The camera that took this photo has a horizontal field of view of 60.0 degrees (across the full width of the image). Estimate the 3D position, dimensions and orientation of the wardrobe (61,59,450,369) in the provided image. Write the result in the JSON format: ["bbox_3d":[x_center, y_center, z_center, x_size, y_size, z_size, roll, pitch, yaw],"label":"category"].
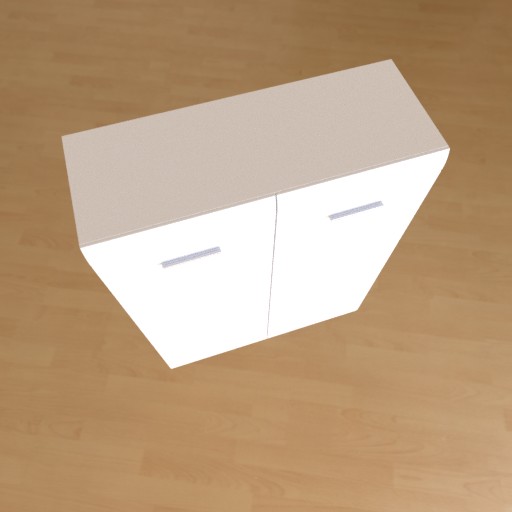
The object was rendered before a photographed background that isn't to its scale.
[{"bbox_3d":[0.000,0.000,1.622,0.900,1.200,0.360,-16,65,-8],"label":"wardrobe"}]
